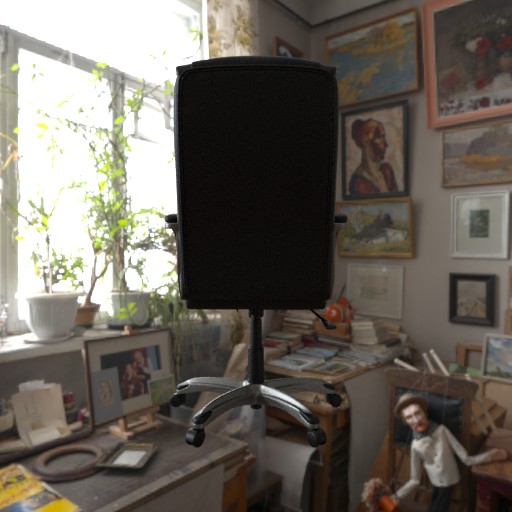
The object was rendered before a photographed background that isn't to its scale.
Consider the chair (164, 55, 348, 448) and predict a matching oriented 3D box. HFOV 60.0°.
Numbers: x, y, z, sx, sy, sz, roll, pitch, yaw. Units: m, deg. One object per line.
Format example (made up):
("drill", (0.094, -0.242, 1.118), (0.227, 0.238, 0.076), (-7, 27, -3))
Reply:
("chair", (0.000, 0.000, 1.611), (0.663, 1.155, 0.739), (0, 0, 0))
